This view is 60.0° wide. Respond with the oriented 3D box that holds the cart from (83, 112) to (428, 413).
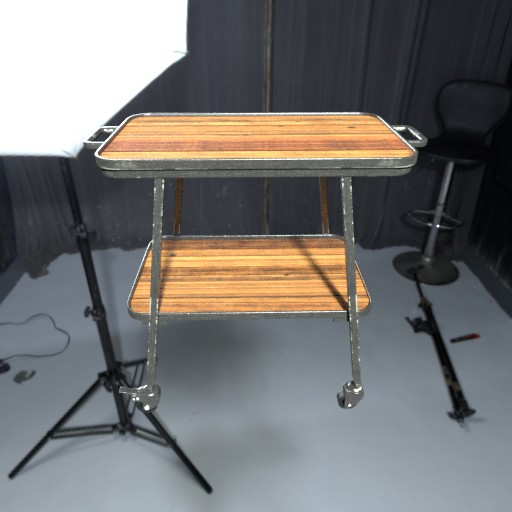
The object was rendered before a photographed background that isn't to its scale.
[{"bbox_3d":[0.000,0.000,1.255,0.806,0.700,0.515,-1,31,-1],"label":"cart"}]
